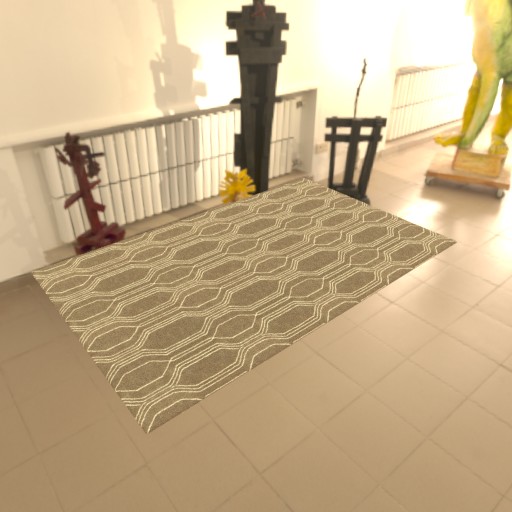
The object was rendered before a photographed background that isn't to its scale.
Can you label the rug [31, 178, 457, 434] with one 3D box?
[{"bbox_3d":[0.000,0.000,2.992,2.457,0.012,1.541,-24,39,-33],"label":"rug"}]
